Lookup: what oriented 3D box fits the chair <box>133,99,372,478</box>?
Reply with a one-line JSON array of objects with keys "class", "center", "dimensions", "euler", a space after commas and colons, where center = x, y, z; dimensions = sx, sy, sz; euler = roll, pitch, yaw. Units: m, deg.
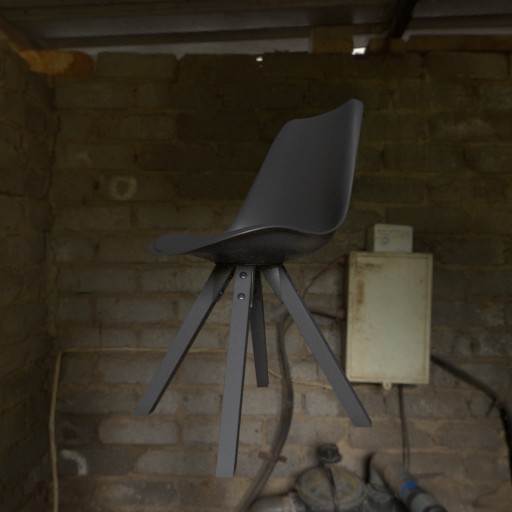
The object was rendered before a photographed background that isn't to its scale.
[{"class": "chair", "center": [0.000, 0.000, 1.155], "dimensions": [0.530, 0.850, 0.485], "euler": [0, 1, -37]}]
